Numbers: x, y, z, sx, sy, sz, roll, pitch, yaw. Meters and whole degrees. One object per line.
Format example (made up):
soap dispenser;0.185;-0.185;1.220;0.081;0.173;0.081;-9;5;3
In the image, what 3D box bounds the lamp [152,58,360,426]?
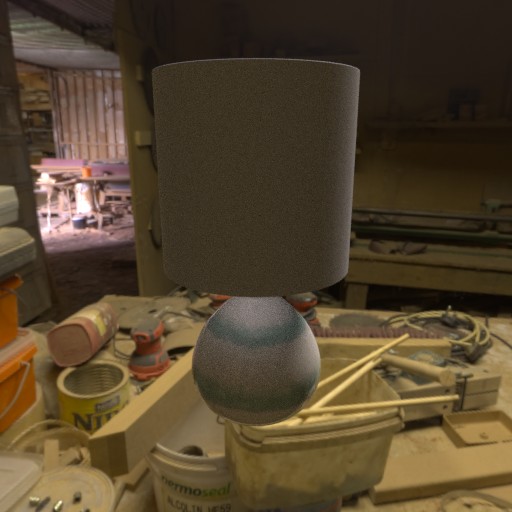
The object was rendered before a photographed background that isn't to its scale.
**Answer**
lamp;0.000;0.000;0.528;0.217;0.404;0.217;2;16;8
